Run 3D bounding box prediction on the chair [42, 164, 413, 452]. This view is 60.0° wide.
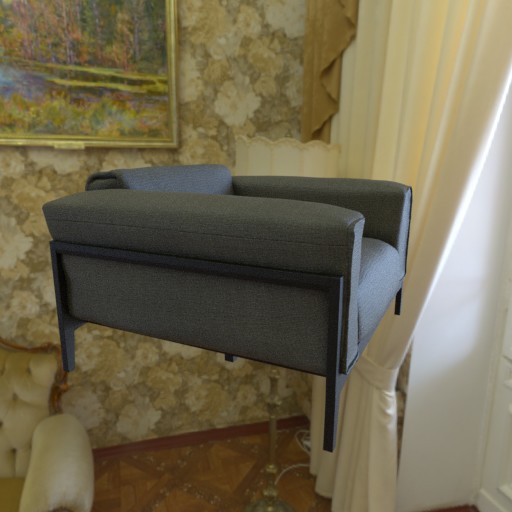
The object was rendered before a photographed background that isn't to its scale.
[{"bbox_3d":[0.000,0.000,1.628,0.969,0.646,1.056,7,15,26],"label":"chair"}]
